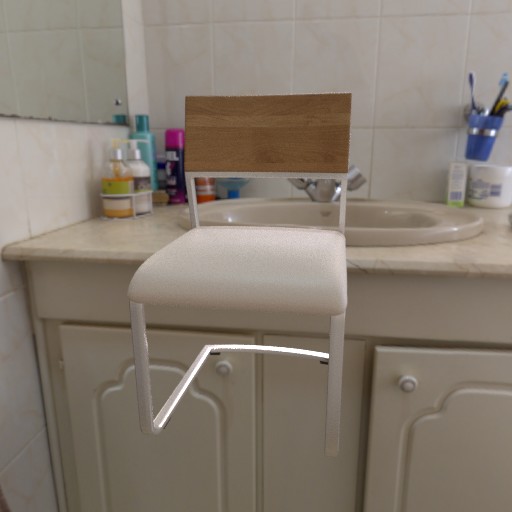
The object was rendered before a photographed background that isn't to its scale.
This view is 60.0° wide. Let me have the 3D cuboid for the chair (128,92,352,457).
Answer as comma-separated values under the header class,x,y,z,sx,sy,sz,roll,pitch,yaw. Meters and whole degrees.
class,x,y,z,sx,sy,sz,roll,pitch,yaw
chair,0.000,0.000,1.172,0.467,0.844,0.585,2,14,10
